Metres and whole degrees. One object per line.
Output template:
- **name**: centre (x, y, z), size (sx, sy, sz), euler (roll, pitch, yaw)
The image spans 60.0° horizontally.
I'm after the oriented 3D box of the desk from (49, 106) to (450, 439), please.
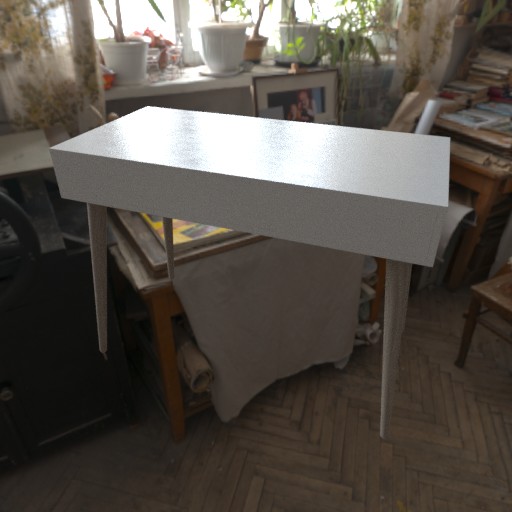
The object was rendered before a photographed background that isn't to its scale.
- **desk**: centre (0.000, 0.000, 1.388), size (0.979, 0.723, 0.491), euler (11, 34, 17)
